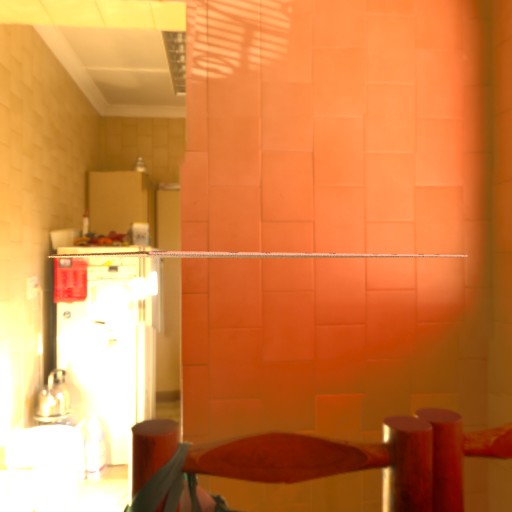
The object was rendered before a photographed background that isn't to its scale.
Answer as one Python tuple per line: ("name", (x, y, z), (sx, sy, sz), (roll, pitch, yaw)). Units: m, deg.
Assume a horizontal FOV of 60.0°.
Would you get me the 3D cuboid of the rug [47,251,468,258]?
("rug", (0.000, 0.000, 3.838), (2.910, 0.021, 2.211), (0, -1, -36))
